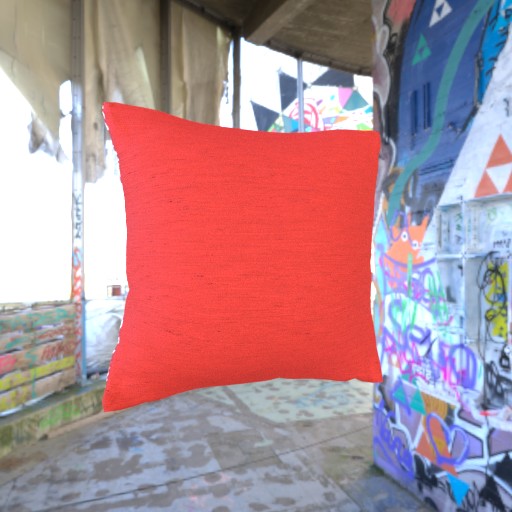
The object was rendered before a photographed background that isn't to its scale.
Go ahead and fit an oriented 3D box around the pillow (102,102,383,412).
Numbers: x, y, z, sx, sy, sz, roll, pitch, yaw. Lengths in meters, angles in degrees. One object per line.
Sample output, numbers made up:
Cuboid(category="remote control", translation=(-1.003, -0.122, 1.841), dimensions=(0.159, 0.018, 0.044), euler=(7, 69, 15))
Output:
Cuboid(category="pillow", translation=(0.000, 0.000, 0.667), dimensions=(0.438, 0.419, 0.162), euler=(0, 0, -19))
